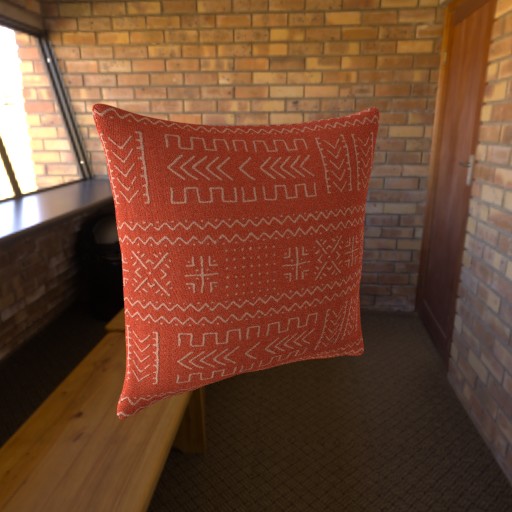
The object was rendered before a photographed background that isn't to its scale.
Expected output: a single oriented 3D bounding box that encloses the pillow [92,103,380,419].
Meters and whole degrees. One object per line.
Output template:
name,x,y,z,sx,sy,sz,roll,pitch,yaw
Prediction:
pillow,0.000,0.000,0.661,0.438,0.429,0.164,-8,18,-26
